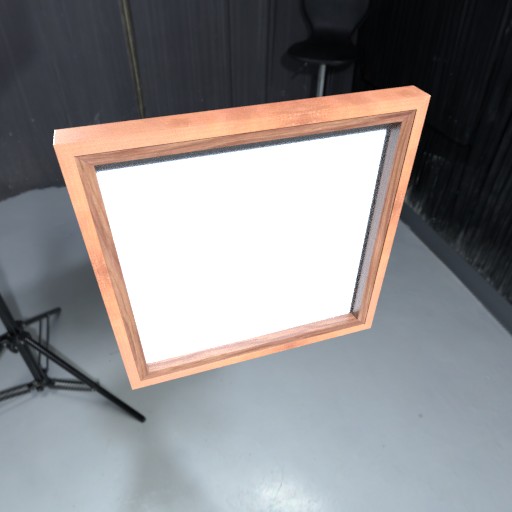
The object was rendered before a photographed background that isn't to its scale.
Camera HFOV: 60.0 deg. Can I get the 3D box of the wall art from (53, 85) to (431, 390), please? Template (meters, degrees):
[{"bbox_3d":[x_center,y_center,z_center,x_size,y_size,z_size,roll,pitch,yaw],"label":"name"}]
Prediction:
[{"bbox_3d":[0.000,0.000,0.599,0.403,0.403,0.035,-12,42,-13],"label":"wall art"}]
